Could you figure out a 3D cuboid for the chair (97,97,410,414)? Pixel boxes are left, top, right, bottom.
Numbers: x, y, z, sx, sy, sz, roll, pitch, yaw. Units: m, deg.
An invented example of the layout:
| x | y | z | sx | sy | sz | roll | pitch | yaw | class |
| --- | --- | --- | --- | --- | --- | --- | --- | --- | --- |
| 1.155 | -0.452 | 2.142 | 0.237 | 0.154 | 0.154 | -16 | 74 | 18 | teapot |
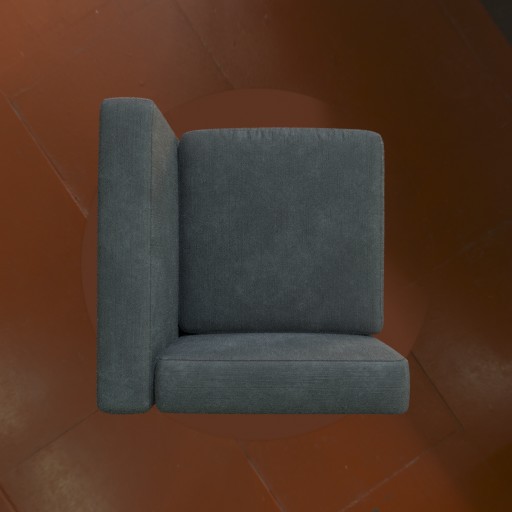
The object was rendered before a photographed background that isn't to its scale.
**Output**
| x | y | z | sx | sy | sz | roll | pitch | yaw | class |
| --- | --- | --- | --- | --- | --- | --- | --- | --- | --- |
| 0.000 | 0.000 | 1.220 | 0.680 | 0.660 | 0.680 | 0 | 89 | 0 | chair |
